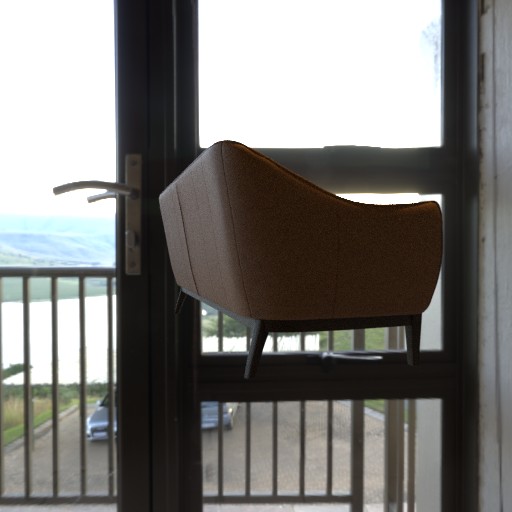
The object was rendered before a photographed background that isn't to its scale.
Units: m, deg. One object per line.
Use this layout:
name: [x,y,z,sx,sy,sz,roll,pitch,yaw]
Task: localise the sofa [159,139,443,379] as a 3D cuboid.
sofa: [0.000,0.000,2.416,0.869,0.830,1.928,0,1,-19]
